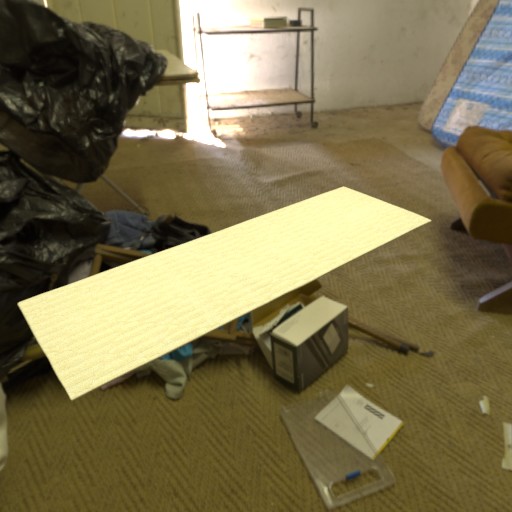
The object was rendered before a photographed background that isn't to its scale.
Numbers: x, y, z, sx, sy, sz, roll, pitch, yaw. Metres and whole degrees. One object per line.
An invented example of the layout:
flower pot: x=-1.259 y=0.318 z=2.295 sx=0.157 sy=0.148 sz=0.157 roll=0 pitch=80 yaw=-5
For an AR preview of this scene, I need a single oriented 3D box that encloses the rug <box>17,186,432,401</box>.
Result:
rug: x=0.000 y=0.000 z=2.610 sx=2.450 sy=0.014 sz=0.793 roll=-23 pitch=38 yaw=-33
